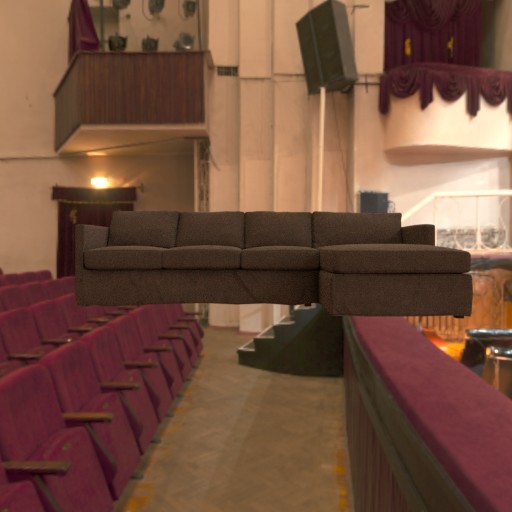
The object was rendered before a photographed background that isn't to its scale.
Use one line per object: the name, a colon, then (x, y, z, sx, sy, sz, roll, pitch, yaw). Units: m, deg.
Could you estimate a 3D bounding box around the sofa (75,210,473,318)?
sofa: (0.000, 0.000, 3.990, 3.205, 0.922, 1.650, 0, 1, 1)
